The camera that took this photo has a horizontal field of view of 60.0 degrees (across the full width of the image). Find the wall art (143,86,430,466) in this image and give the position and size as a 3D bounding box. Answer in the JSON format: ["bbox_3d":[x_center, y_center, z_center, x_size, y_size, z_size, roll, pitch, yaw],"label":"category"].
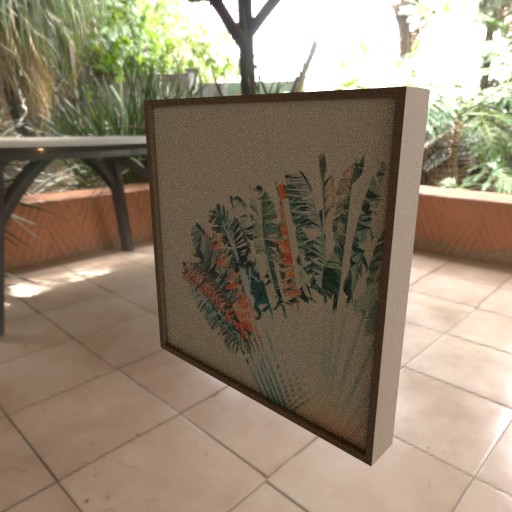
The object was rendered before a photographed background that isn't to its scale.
[{"bbox_3d":[0.000,0.000,0.446,0.304,0.303,0.038,15,23,41],"label":"wall art"}]
